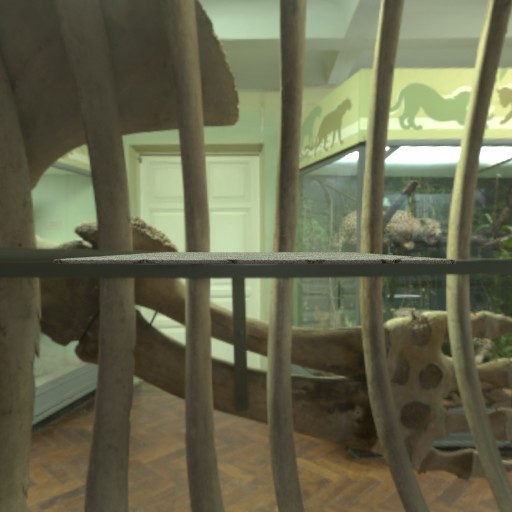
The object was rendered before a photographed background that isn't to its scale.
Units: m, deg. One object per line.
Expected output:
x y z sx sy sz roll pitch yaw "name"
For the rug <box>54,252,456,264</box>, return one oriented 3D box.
0.000 0.000 4.178 2.438 0.029 3.047 0 1 0 "rug"
